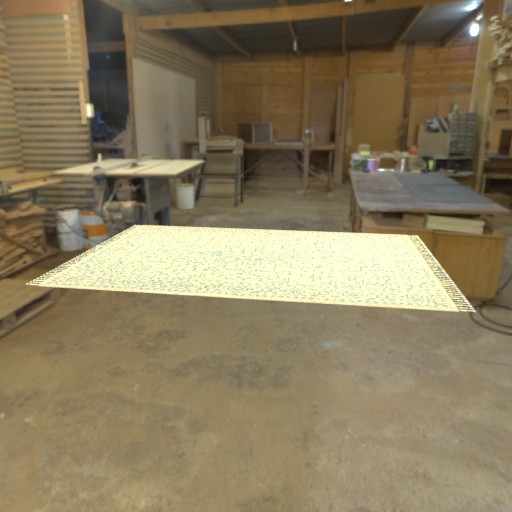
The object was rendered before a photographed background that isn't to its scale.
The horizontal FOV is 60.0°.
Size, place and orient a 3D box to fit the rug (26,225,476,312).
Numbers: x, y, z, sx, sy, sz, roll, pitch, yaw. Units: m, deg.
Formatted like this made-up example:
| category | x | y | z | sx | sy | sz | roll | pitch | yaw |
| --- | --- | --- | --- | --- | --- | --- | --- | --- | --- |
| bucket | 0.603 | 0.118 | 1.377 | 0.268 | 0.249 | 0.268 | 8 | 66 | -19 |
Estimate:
| category | x | y | z | sx | sy | sz | roll | pitch | yaw |
| --- | --- | --- | --- | --- | --- | --- | --- | --- | --- |
| rug | 0.000 | 0.000 | 3.084 | 2.438 | 0.010 | 1.524 | 3 | 17 | 9 |
